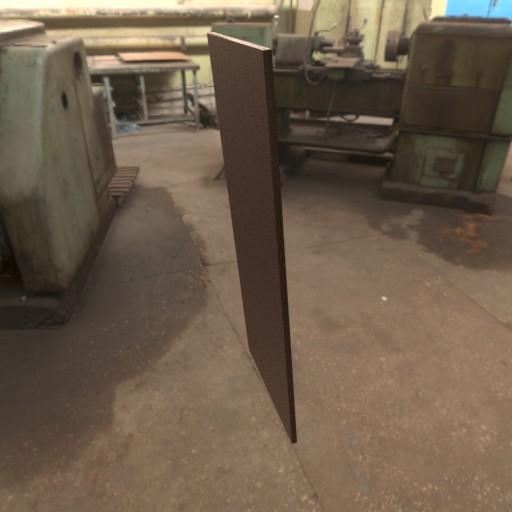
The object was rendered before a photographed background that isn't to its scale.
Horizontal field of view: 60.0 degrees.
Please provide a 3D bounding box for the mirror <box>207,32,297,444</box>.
[{"bbox_3d":[0.000,0.000,2.286,0.221,2.020,0.812,-9,32,-16],"label":"mirror"}]
